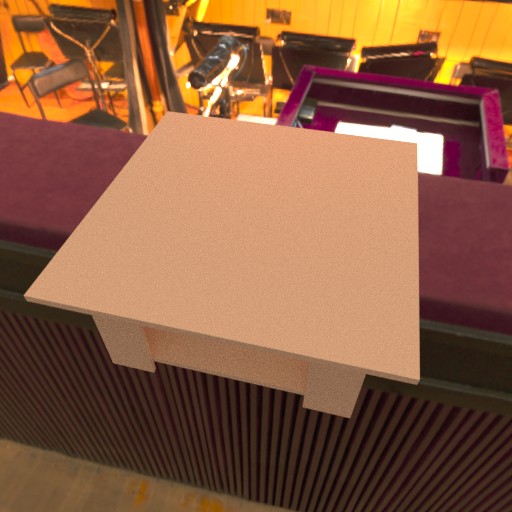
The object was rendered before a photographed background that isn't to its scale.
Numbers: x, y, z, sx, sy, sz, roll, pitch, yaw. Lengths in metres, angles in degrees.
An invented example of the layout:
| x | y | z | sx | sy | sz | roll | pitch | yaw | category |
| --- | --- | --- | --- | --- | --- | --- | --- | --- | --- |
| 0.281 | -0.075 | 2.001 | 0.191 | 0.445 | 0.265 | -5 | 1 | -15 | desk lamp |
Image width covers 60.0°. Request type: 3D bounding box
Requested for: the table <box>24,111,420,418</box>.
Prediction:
| x | y | z | sx | sy | sz | roll | pitch | yaw | category |
| --- | --- | --- | --- | --- | --- | --- | --- | --- | --- |
| 0.000 | 0.000 | 1.055 | 0.670 | 0.305 | 0.670 | 10 | 47 | 10 | table |
